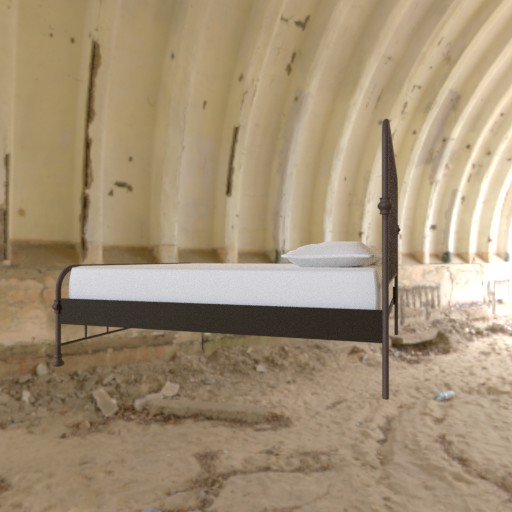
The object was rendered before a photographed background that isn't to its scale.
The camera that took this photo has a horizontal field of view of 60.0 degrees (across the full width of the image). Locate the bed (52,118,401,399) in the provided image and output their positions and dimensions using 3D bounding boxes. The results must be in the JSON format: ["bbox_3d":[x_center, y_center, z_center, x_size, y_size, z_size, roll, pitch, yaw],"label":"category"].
[{"bbox_3d":[0.000,0.000,3.495,2.134,1.446,2.044,0,0,19],"label":"bed"}]
